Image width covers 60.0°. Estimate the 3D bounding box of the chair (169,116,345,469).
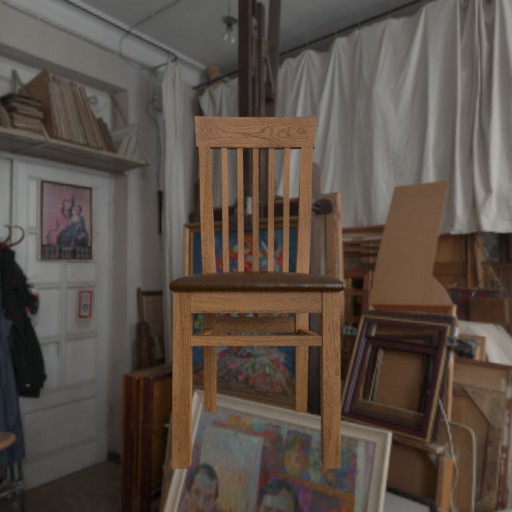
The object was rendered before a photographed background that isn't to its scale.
[{"bbox_3d":[0.000,0.000,1.361,0.450,1.050,0.580,0,-2,0],"label":"chair"}]
